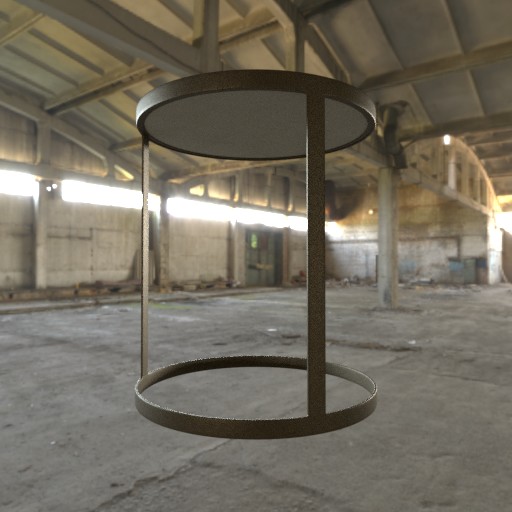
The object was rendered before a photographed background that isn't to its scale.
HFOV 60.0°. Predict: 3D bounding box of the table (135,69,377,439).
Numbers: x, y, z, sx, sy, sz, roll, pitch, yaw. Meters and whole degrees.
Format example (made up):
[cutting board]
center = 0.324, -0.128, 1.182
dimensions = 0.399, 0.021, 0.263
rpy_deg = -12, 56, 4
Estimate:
[table]
center = 0.000, 0.000, 0.915
dimensions = 0.480, 0.565, 0.480
rpy_deg = 0, -1, 0
